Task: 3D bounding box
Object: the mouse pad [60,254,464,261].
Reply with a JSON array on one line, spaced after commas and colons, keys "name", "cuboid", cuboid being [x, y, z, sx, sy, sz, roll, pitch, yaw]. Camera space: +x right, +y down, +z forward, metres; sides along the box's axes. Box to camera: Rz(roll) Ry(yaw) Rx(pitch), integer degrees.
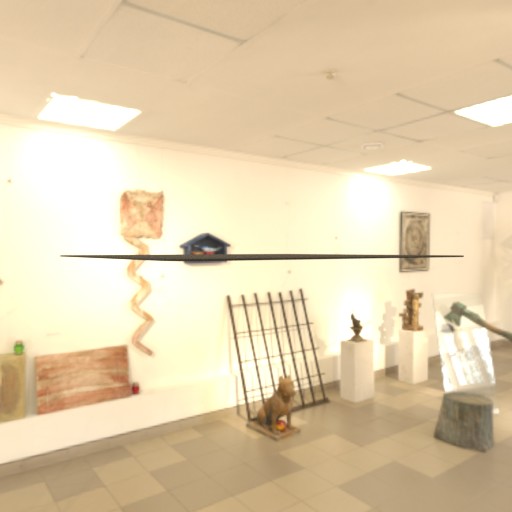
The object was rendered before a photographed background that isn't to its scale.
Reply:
[{"name": "mouse pad", "cuboid": [0.000, 0.000, 0.637, 0.451, 0.002, 0.393, 0, 1, -37]}]
